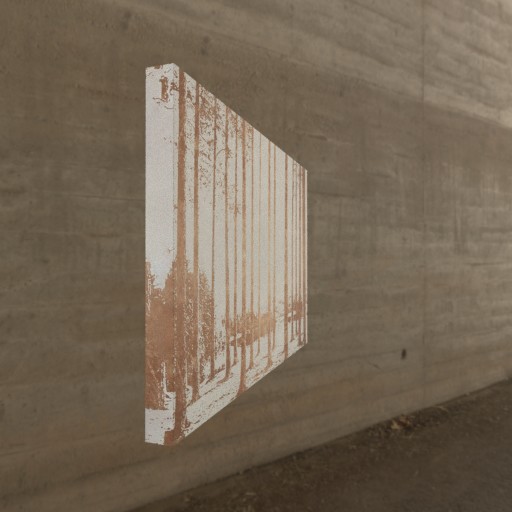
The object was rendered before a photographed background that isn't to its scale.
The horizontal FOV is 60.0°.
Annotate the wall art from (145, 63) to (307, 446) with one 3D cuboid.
[{"bbox_3d":[0.000,0.000,0.760,0.035,0.405,0.609,0,0,20],"label":"wall art"}]
